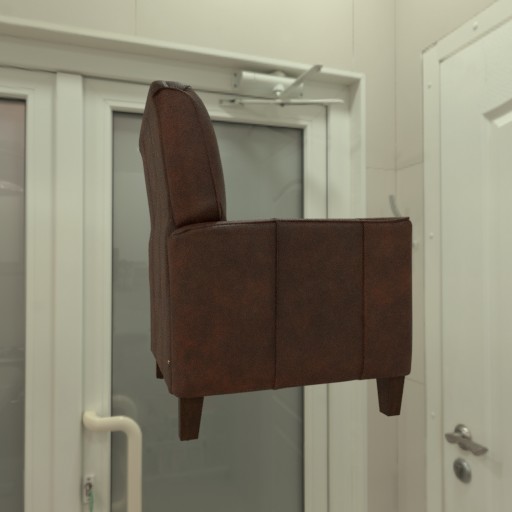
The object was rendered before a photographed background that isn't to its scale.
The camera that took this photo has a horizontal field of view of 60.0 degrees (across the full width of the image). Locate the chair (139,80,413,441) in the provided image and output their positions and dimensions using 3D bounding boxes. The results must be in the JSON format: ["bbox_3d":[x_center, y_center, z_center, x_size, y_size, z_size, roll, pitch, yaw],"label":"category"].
[{"bbox_3d":[0.000,0.000,1.678,0.836,1.043,0.843,0,-1,-18],"label":"chair"}]
